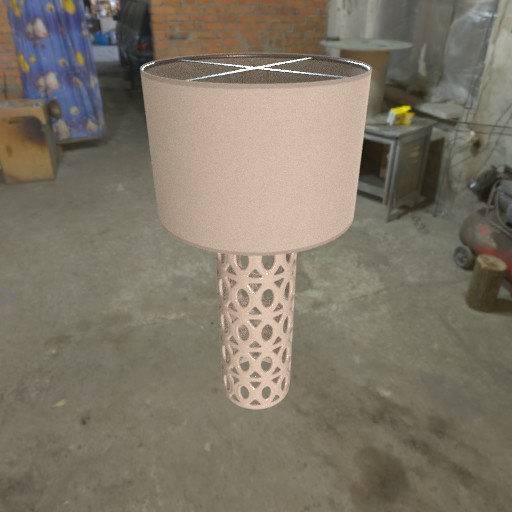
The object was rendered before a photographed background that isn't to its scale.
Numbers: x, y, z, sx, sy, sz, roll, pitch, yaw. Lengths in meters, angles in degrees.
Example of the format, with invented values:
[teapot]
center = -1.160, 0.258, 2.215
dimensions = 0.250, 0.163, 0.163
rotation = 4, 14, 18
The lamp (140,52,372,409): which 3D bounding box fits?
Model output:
[lamp]
center = 0.000, 0.000, 0.797
dimensions = 0.325, 0.636, 0.324
rotation = 21, 36, 31
